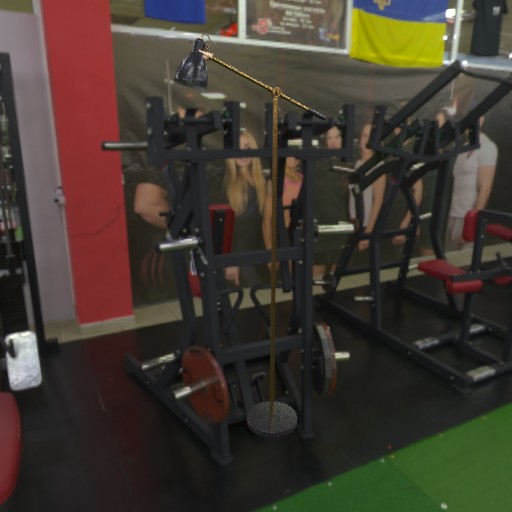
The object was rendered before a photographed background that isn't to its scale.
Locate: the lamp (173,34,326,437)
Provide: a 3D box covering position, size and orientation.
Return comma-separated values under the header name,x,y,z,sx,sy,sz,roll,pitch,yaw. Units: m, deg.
name,x,y,z,sx,sy,sz,roll,pitch,yaw
lamp,0.000,0.000,1.820,0.618,1.628,0.235,-7,18,-24
